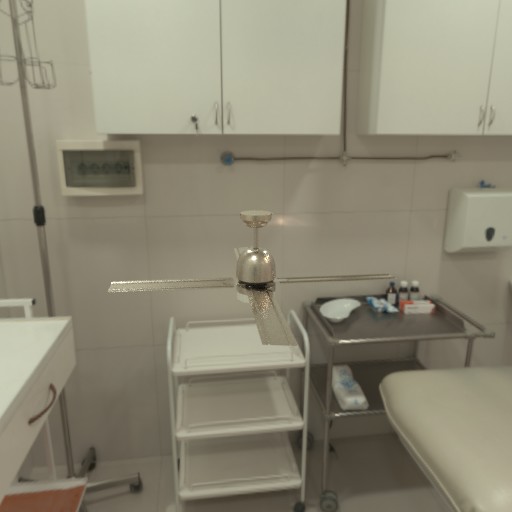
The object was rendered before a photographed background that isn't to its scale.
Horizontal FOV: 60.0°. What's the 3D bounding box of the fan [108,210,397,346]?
[{"bbox_3d":[0.000,0.000,2.070,1.346,0.406,1.346,-2,15,-8],"label":"fan"}]
